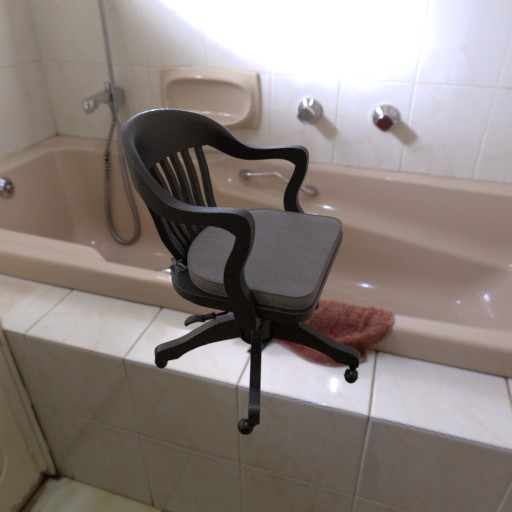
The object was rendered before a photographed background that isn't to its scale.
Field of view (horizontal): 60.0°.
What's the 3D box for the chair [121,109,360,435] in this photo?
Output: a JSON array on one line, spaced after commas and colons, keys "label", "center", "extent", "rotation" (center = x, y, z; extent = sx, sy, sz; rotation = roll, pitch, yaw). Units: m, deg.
[{"label": "chair", "center": [0.000, 0.000, 1.496], "extent": [0.788, 0.878, 0.750], "rotation": [11, 33, 17]}]
